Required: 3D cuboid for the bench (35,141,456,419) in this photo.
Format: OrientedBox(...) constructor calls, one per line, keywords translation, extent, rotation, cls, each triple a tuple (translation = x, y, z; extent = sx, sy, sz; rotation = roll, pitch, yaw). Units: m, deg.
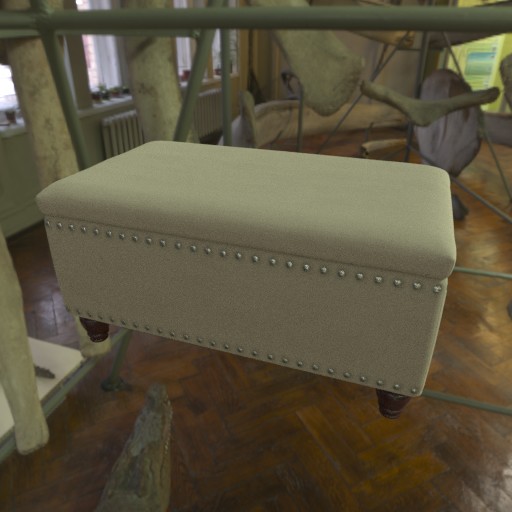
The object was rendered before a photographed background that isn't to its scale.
OrientedBox(translation=(0.000, 0.000, 1.161), extent=(0.887, 0.449, 0.500), rotation=(10, 29, 17), cls="bench")
